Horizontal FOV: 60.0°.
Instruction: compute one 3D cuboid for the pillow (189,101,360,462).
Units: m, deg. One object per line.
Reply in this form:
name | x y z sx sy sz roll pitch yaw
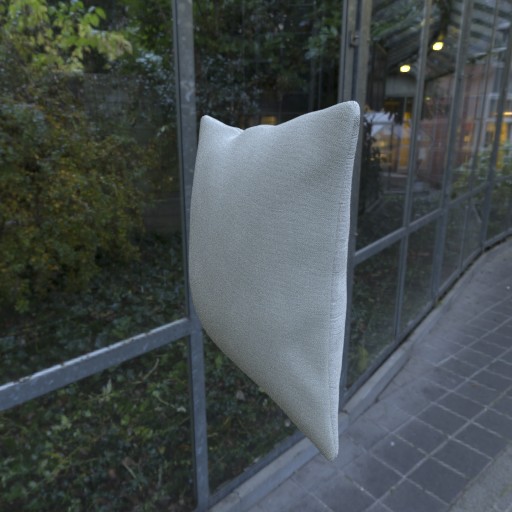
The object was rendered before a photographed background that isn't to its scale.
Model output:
pillow | 0.000 0.000 0.670 0.162 0.420 0.437 -8 17 -26
